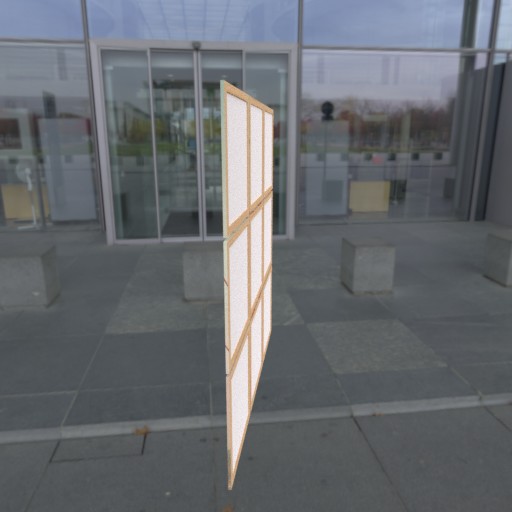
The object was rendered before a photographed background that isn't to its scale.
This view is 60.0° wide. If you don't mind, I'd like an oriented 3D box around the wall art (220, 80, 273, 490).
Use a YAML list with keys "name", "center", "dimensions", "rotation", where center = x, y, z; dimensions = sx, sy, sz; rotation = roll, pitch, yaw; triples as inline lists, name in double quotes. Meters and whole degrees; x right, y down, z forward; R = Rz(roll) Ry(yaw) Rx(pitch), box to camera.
- name: "wall art"
  center: [0.000, 0.000, 2.291]
  dimensions: [0.013, 1.523, 1.517]
  rotation: [2, 15, 8]
